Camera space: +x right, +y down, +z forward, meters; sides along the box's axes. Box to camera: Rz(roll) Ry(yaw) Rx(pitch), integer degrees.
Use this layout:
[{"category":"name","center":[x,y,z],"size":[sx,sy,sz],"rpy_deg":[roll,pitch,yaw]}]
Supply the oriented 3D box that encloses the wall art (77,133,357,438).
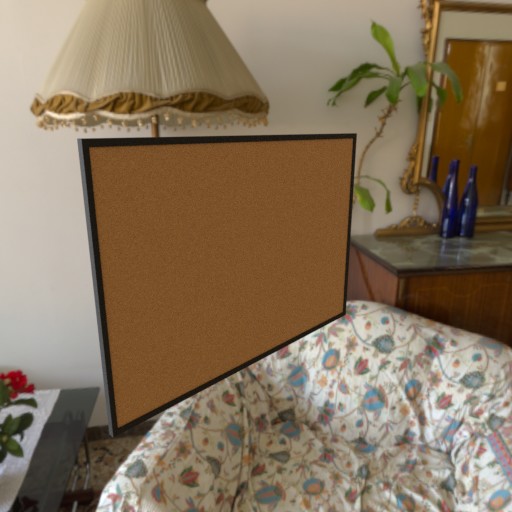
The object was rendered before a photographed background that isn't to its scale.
[{"category":"wall art","center":[0.000,0.000,0.872],"size":[0.013,0.458,0.664],"rpy_deg":[15,22,42]}]
